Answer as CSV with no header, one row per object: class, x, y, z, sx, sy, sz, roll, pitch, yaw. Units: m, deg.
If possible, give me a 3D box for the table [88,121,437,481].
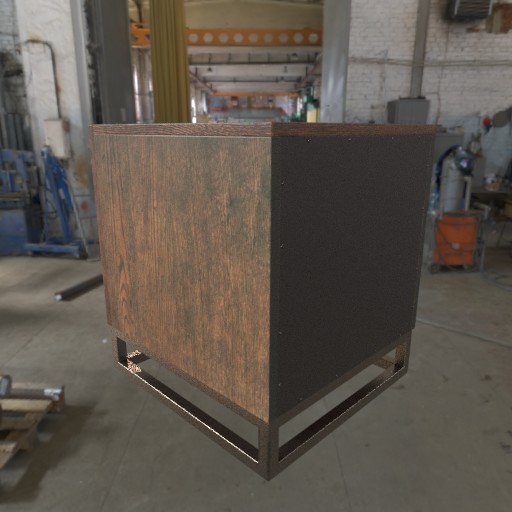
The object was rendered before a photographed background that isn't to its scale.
table,0.000,0.000,1.024,0.566,0.582,0.506,15,22,43
